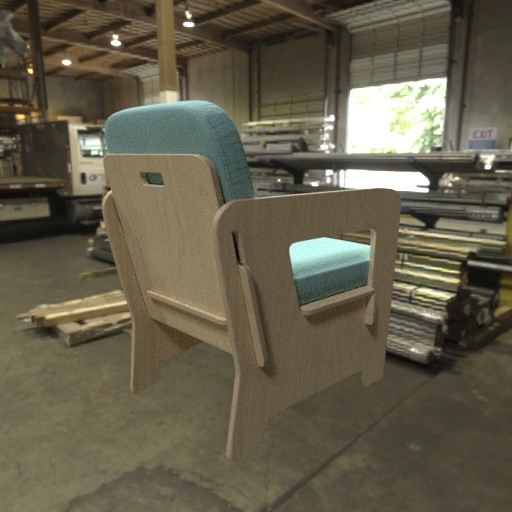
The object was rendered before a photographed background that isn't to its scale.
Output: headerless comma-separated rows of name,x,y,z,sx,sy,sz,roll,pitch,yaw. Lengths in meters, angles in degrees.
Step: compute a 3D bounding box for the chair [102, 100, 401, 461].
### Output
chair,0.000,0.000,1.291,0.590,0.800,0.710,12,18,43
